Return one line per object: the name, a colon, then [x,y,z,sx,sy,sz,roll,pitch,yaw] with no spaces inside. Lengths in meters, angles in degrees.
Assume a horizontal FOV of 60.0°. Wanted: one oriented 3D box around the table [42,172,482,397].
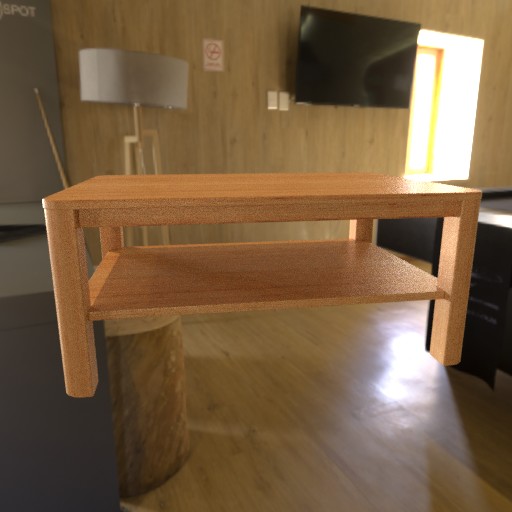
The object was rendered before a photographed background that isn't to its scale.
table: [0.000,0.000,1.345,0.997,0.445,0.696,-2,15,-9]
